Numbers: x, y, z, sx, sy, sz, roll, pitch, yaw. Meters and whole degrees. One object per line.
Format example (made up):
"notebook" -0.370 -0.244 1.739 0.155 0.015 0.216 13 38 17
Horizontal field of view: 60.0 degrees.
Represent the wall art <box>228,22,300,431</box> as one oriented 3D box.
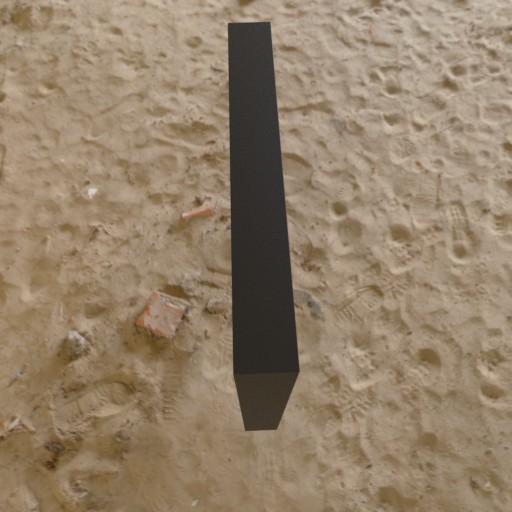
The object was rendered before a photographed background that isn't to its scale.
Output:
"wall art" 0.000 0.000 0.453 0.038 0.304 0.304 -2 63 -1
